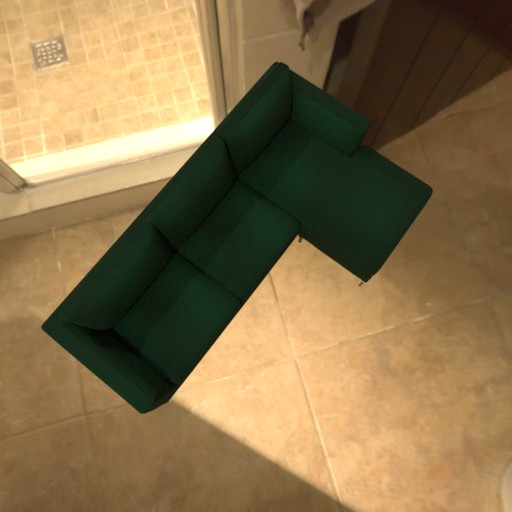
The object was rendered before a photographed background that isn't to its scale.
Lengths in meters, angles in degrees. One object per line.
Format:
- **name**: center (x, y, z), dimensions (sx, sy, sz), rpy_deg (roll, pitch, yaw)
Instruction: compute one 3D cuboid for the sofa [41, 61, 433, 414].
- **sofa**: center (0.000, 0.000, 3.082), dimensions (1.489, 1.007, 2.441), rpy_deg (36, 77, 9)
